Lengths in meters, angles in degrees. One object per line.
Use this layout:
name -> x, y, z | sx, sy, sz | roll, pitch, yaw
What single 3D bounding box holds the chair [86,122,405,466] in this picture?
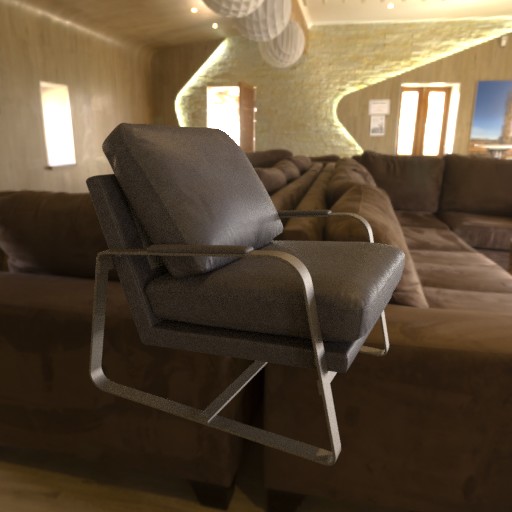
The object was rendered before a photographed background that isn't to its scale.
chair -> 0.000, 0.000, 1.467 | 0.878, 0.839, 0.692 | 7, 17, 26
